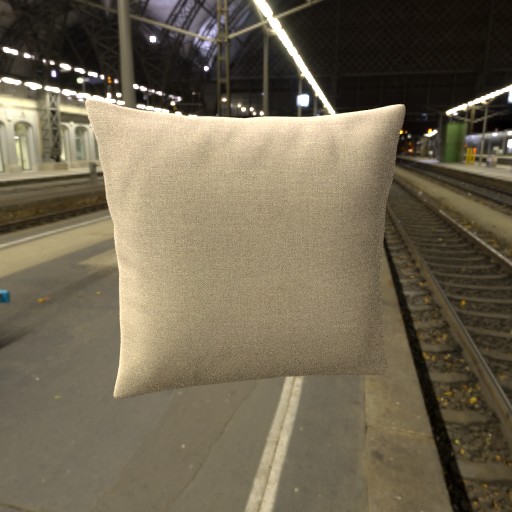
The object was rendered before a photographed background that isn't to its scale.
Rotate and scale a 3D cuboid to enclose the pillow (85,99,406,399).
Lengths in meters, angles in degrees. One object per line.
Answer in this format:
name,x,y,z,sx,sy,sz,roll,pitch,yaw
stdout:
pillow,0.000,0.000,0.773,0.523,0.510,0.166,-2,14,-9
